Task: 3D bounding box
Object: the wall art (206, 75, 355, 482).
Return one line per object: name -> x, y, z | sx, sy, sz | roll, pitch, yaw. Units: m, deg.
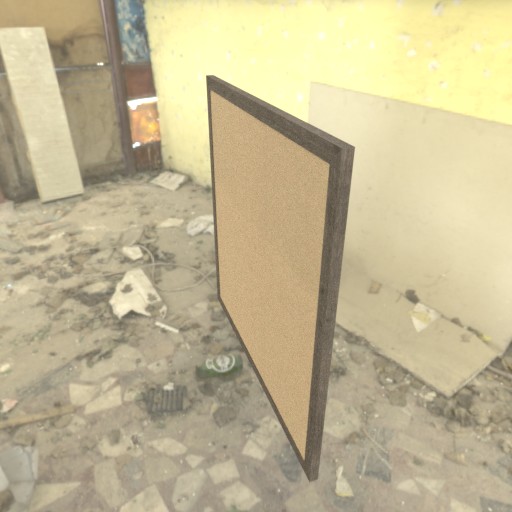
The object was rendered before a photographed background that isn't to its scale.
wall art -> 0.000, 0.000, 0.674 | 0.013, 0.457, 0.457 | -10, 31, -17
